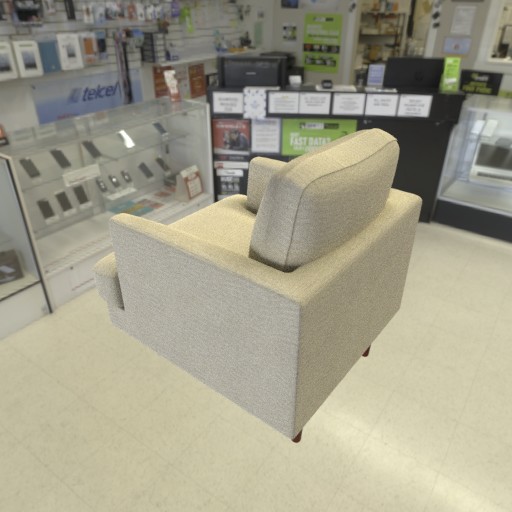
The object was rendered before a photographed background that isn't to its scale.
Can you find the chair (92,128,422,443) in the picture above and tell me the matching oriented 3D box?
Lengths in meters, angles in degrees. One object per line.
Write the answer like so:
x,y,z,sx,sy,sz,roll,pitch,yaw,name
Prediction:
0.000,0.000,1.666,0.899,0.957,0.858,22,37,32,chair
